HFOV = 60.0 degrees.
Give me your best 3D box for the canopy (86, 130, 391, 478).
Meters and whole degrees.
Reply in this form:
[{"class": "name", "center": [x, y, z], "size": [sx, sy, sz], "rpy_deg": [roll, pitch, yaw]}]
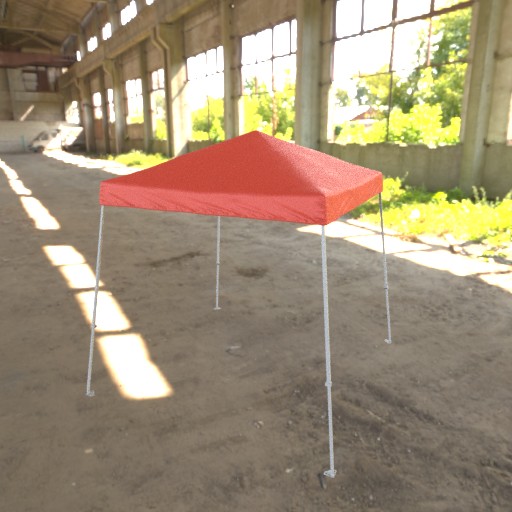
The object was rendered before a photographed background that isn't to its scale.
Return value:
[{"class": "canopy", "center": [0.000, 0.000, 5.214], "size": [2.849, 2.850, 2.850], "rpy_deg": [7, 17, 25]}]
